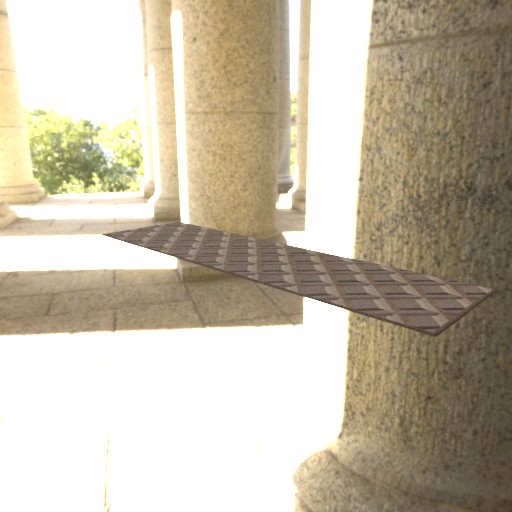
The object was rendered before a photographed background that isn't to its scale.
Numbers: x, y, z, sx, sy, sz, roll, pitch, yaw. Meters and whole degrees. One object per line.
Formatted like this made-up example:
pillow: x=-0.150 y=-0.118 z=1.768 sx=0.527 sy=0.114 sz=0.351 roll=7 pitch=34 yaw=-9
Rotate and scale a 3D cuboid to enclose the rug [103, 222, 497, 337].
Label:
rug: x=0.000 y=0.000 z=2.623 sx=2.437 sy=0.013 sz=0.685 roll=14 pitch=20 yaw=42
